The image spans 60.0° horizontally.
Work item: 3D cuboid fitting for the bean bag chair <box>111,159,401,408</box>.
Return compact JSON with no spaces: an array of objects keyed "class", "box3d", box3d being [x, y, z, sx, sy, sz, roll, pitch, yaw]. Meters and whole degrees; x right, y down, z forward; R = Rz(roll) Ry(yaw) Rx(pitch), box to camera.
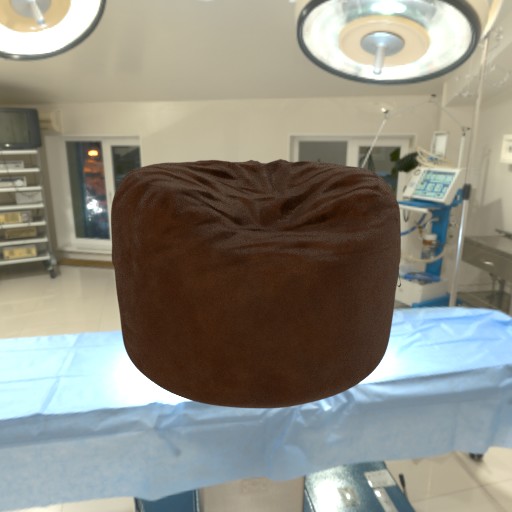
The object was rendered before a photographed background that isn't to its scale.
[{"class":"bean bag chair","box3d":[0.000,0.000,1.490,0.918,0.616,0.918,0,15,0]}]
